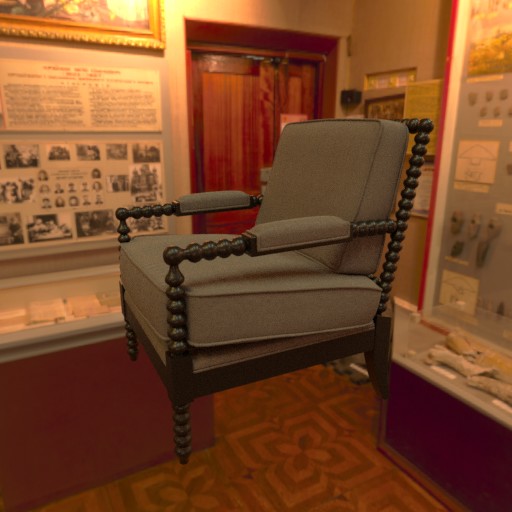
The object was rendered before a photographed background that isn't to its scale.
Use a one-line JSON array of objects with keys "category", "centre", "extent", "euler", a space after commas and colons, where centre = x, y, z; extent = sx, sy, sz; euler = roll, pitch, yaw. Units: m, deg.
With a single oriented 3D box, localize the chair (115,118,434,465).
[{"category": "chair", "centre": [0.000, 0.000, 1.108], "extent": [0.622, 0.661, 0.540], "euler": [-8, 17, -26]}]
